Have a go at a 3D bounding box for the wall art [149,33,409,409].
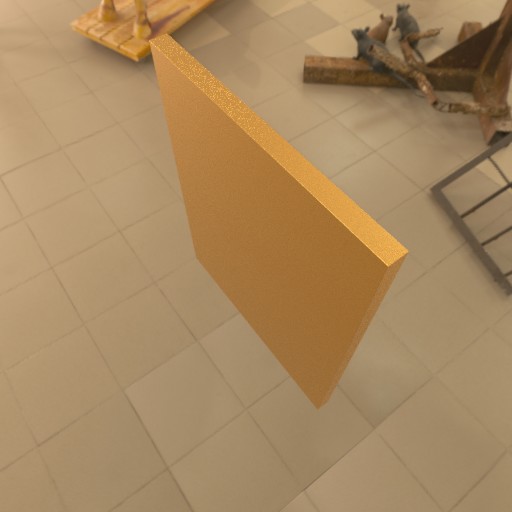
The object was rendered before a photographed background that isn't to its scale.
[{"bbox_3d":[0.000,0.000,1.020,0.038,0.762,0.610,-32,63,-19],"label":"wall art"}]
